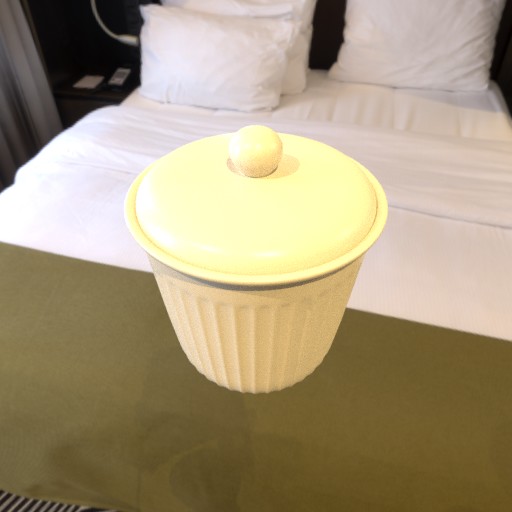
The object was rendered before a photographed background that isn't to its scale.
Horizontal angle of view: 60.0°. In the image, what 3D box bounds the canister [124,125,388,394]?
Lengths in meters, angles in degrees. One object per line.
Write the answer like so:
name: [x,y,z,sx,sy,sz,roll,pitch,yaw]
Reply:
canister: [0.000,0.000,0.349,0.181,0.211,0.181,0,40,0]
